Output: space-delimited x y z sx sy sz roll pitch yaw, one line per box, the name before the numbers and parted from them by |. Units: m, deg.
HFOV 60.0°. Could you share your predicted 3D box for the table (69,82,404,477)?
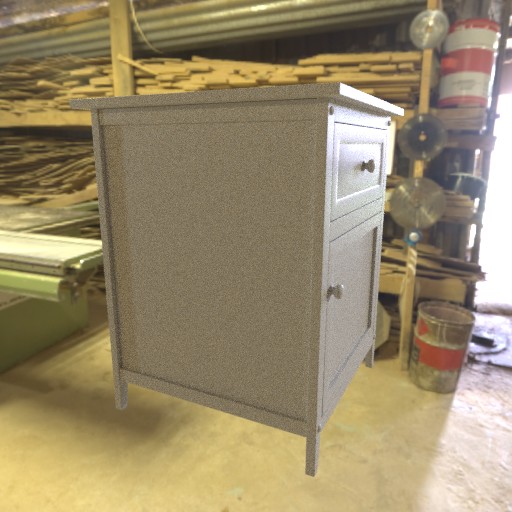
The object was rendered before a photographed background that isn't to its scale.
table | 0.000 0.000 0.745 0.381 0.483 0.381 7 16 26
